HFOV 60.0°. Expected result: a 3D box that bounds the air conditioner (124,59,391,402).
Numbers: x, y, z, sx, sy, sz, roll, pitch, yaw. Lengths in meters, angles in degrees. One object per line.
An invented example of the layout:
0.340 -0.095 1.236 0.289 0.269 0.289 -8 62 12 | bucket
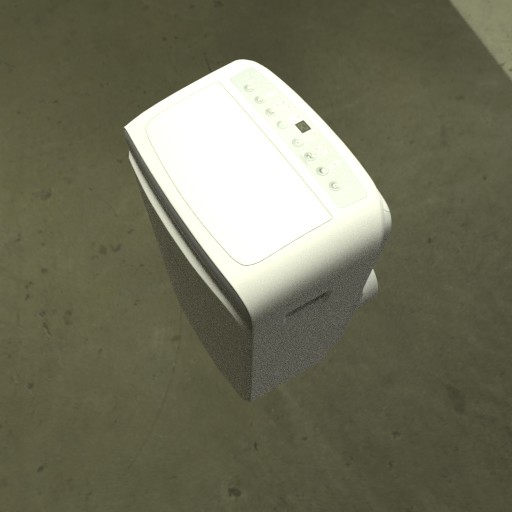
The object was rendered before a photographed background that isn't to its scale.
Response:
0.000 0.000 0.964 0.365 0.700 0.454 -30 68 -14 | air conditioner
